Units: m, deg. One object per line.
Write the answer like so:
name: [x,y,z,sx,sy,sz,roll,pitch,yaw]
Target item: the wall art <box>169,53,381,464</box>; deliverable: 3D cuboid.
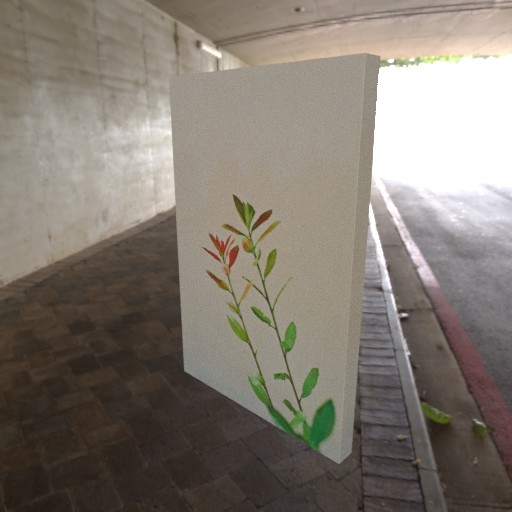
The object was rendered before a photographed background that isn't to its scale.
wall art: [0.000,0.000,0.778,0.408,0.611,0.038,15,22,42]
